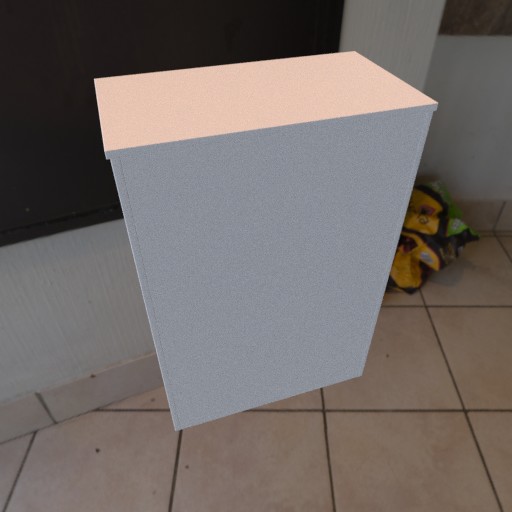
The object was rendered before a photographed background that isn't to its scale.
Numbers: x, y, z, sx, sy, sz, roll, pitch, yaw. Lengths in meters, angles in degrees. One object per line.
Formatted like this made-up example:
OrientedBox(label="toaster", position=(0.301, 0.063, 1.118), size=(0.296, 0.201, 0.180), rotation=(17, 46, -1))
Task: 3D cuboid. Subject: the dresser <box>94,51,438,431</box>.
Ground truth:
OrientedBox(label="dresser", position=(0.000, 0.000, 1.358), size=(0.704, 1.021, 0.401), rotation=(-12, 42, -14))
